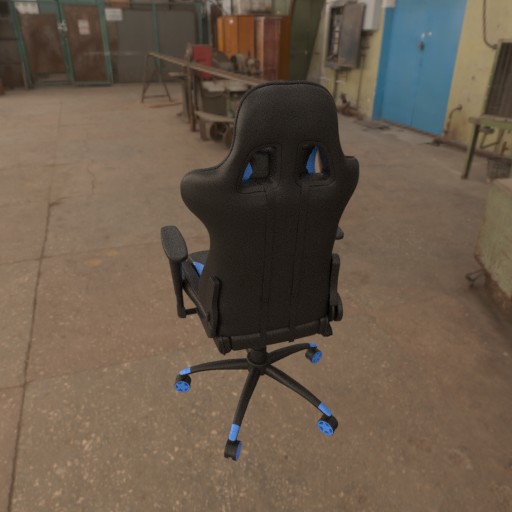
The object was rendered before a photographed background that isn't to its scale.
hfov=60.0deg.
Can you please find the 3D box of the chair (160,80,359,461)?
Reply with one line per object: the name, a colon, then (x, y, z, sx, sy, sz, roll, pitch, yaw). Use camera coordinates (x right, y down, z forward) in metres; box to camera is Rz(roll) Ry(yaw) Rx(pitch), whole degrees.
chair: (0.000, 0.000, 1.670, 0.695, 1.282, 0.730, -8, 28, -16)
